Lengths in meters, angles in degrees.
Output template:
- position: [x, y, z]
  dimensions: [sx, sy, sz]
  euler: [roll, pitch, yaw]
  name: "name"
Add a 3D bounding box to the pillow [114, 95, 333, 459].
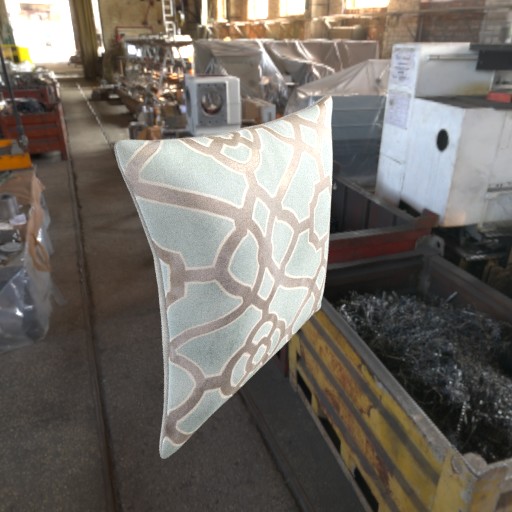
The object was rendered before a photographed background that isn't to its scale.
- position: [0.000, 0.000, 0.812]
  dimensions: [0.166, 0.508, 0.552]
  euler: [17, 31, 30]
  name: "pillow"
